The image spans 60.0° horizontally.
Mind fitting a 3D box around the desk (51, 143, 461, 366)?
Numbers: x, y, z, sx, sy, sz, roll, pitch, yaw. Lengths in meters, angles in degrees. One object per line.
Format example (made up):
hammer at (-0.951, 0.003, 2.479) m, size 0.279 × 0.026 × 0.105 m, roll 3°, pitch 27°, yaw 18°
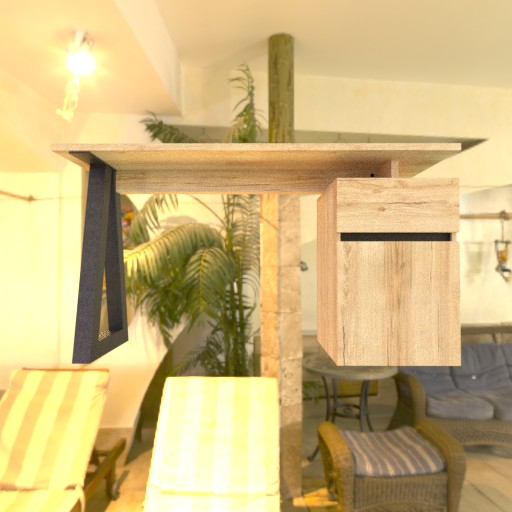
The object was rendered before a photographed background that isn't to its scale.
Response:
desk at (0.000, 0.000, 1.781) m, size 1.400 × 0.760 × 0.550 m, roll 0°, pitch -1°, yaw 0°
